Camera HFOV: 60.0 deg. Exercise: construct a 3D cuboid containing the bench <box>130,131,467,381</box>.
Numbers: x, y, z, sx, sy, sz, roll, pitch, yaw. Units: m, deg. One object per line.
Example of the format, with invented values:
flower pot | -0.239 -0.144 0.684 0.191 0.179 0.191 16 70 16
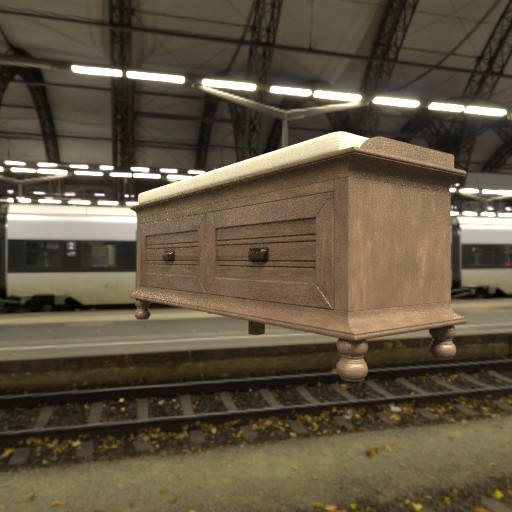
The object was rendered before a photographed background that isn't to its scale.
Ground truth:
bench | 0.000 0.000 1.435 0.402 0.501 1.185 0 -1 -36
